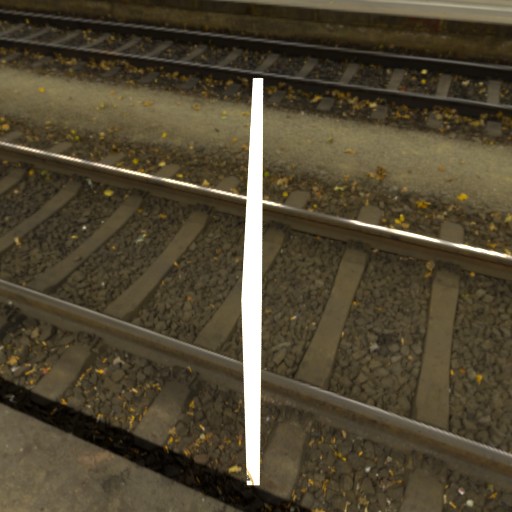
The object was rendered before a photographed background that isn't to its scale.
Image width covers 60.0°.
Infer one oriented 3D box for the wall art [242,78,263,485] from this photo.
[{"bbox_3d":[0.000,0.000,1.468,0.038,0.767,1.144,1,40,1],"label":"wall art"}]
